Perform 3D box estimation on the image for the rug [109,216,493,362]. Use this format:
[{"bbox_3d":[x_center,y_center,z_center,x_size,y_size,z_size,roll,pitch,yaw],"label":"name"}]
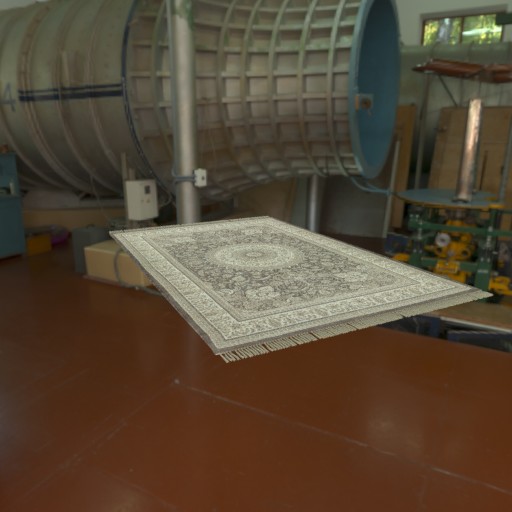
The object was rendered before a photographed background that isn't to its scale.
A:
[{"bbox_3d":[0.000,0.000,4.199,2.143,0.015,3.422,-8,18,-26],"label":"rug"}]
